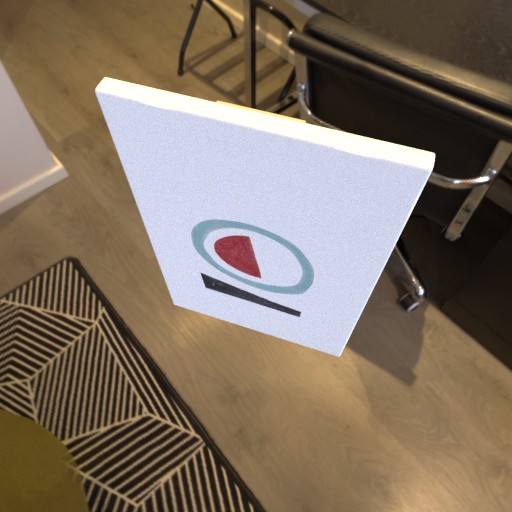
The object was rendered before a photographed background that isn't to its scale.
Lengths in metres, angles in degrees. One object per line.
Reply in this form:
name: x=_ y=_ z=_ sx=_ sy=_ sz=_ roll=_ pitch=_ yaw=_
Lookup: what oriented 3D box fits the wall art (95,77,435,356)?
wall art: x=0.000 y=0.000 z=1.142 sx=0.602 sy=0.902 sz=0.048 roll=16 pitch=60 yaw=10
